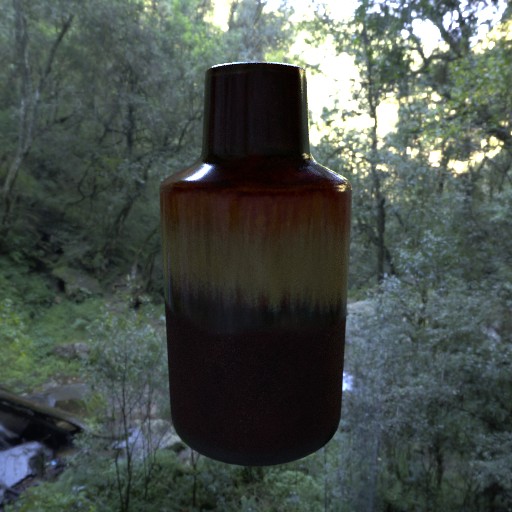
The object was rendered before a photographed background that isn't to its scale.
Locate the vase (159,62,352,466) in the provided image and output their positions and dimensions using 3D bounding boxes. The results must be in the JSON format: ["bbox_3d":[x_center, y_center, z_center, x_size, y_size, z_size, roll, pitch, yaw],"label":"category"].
[{"bbox_3d":[0.000,0.000,0.261,0.108,0.204,0.108,0,14,0],"label":"vase"}]
